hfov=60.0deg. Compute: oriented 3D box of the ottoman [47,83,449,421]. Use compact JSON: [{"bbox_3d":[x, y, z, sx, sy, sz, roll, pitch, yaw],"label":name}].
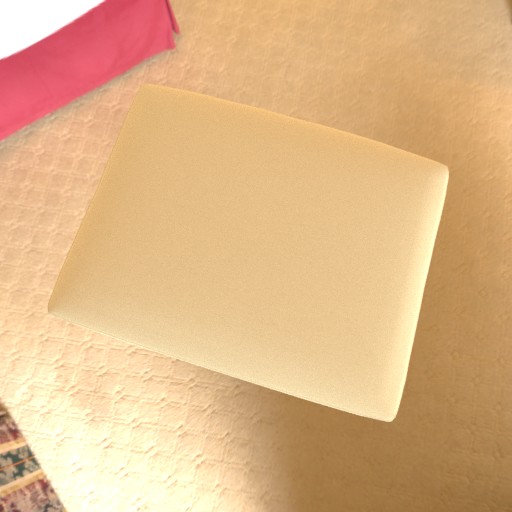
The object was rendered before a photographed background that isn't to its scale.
[{"bbox_3d":[0.000,0.000,1.114,0.741,0.513,0.584,17,76,4],"label":"ottoman"}]
